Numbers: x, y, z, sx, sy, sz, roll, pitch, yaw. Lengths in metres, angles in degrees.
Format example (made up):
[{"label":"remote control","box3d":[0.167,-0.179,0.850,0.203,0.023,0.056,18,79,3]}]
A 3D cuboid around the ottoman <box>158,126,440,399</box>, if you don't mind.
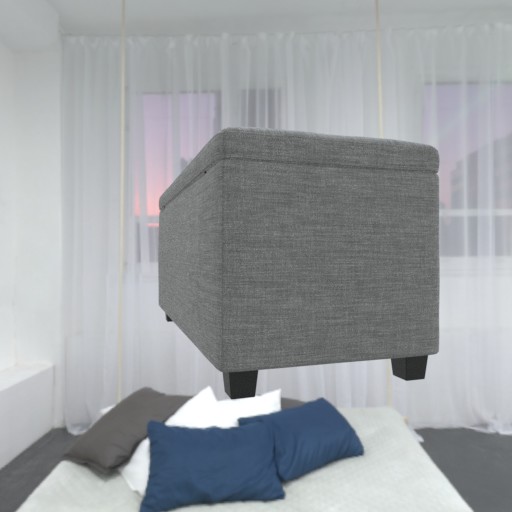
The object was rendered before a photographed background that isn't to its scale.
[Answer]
[{"label":"ottoman","box3d":[0.000,0.000,1.129,0.419,0.432,0.902,0,0,-18]}]
